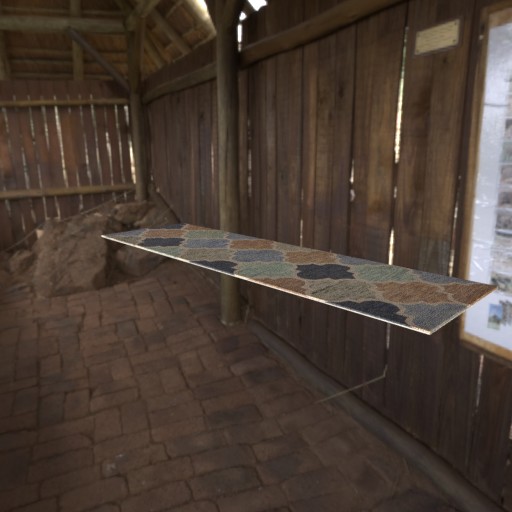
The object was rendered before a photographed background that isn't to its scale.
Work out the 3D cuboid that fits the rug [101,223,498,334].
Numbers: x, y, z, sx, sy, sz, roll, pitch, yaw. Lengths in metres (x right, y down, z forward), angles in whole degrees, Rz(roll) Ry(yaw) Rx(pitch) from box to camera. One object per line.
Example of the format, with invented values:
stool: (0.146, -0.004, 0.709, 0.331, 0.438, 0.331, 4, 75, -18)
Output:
rug: (0.000, 0.000, 2.470, 2.287, 0.011, 0.687, 14, 19, 43)
